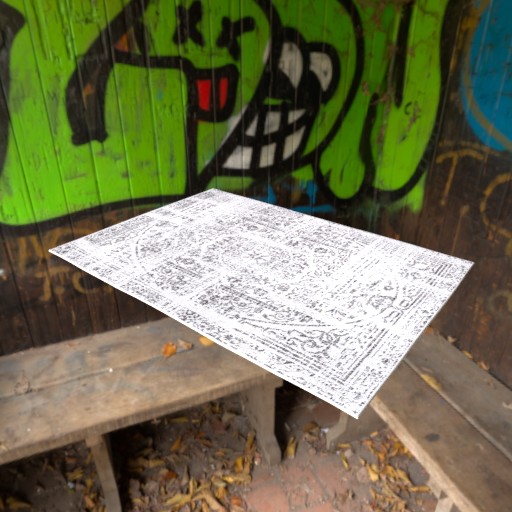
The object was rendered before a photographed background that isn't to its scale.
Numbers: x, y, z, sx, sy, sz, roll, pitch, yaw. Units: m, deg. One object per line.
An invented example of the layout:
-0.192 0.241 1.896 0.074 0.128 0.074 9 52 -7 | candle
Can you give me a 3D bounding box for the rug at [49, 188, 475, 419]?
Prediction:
0.000 0.000 3.075 2.438 0.026 1.706 20 34 33 | rug
